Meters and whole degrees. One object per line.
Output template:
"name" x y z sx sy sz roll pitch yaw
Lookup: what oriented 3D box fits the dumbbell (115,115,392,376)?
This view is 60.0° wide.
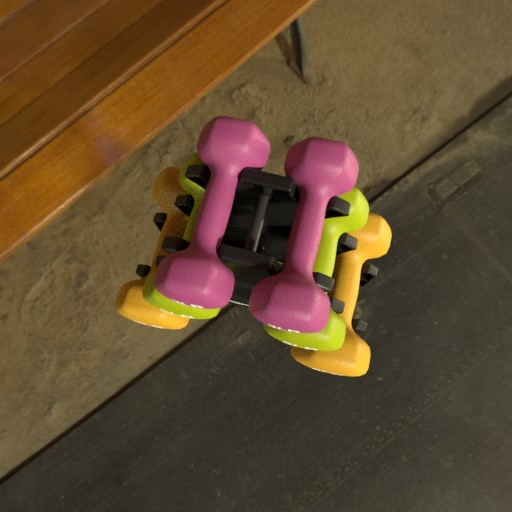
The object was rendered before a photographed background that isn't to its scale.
"dumbbell" 0.000 0.000 0.467 0.300 0.271 0.190 14 75 4
